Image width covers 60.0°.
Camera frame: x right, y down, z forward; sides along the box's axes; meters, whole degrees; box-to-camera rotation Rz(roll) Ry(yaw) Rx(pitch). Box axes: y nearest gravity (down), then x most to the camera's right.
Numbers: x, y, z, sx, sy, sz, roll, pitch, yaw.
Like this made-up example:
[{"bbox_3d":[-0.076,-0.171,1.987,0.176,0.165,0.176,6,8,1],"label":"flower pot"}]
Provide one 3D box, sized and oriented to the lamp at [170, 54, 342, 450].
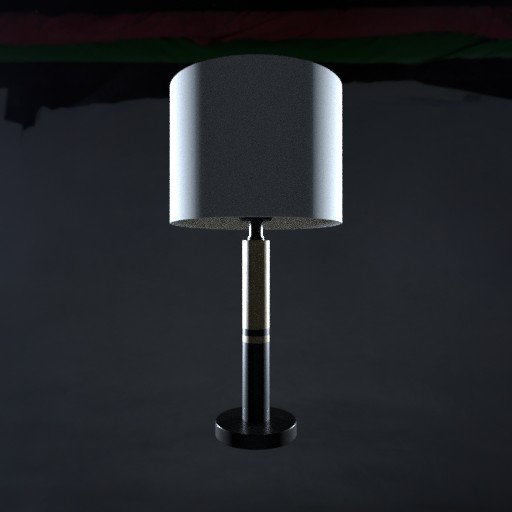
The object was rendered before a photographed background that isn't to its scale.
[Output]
[{"bbox_3d":[0.000,0.000,0.800,0.305,0.640,0.305,0,0,0],"label":"lamp"}]
